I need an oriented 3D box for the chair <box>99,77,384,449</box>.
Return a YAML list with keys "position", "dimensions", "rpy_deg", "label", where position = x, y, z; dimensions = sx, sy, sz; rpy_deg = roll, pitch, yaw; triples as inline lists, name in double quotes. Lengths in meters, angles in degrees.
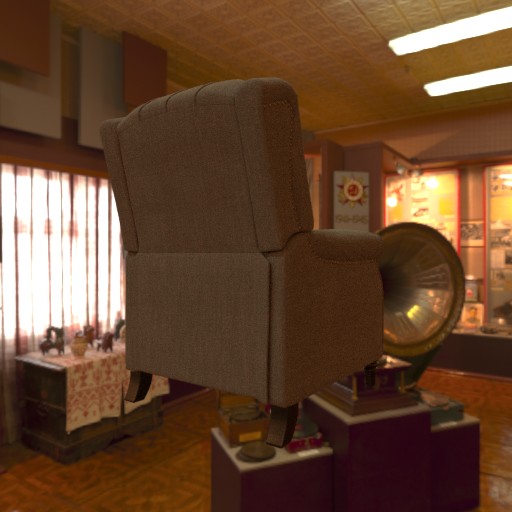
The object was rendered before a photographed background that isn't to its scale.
- position: [0.000, 0.000, 1.651]
  dimensions: [0.742, 1.035, 0.898]
  rpy_deg: [0, 1, 36]
  label: "chair"
